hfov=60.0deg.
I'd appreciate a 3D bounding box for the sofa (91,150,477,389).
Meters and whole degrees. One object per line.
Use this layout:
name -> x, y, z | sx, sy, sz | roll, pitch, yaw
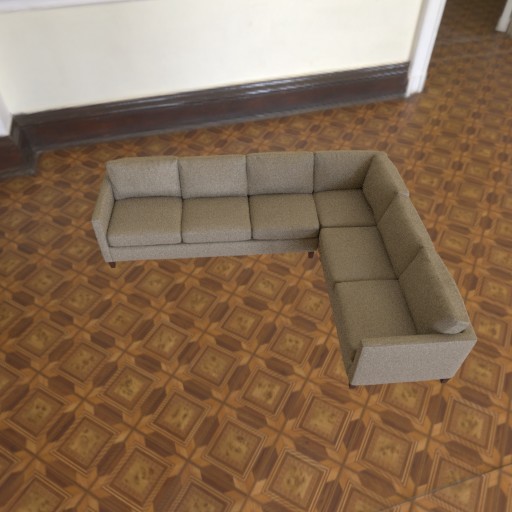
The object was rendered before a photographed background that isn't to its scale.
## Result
sofa -> 0.000, 0.000, 4.396 | 3.302, 0.947, 2.593 | -3, 46, -3
